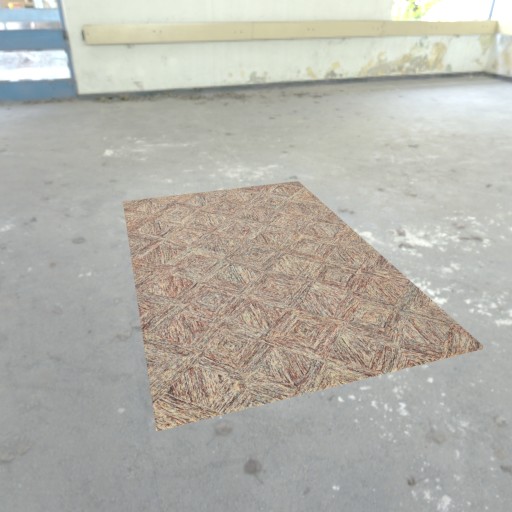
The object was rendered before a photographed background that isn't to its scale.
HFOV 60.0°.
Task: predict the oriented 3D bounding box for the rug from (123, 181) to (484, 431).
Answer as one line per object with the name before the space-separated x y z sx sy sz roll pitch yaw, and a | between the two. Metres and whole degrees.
rug | 0.000 0.000 2.822 1.523 0.019 2.285 -9 31 -15
